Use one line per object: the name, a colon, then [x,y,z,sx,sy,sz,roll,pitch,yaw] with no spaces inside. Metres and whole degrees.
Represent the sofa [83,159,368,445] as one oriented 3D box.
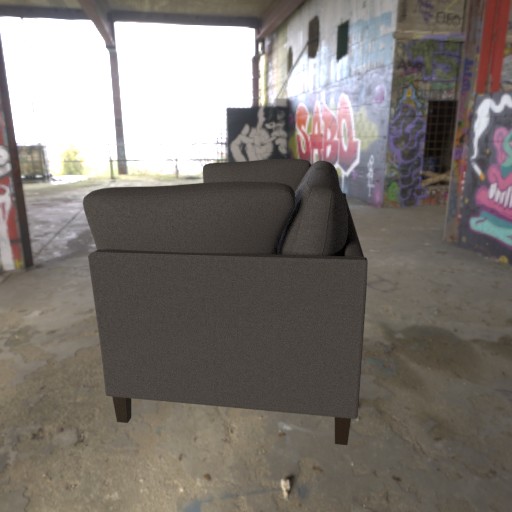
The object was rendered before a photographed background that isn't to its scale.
sofa: [0.000,0.000,2.314,0.969,0.920,1.751,2,15,8]
